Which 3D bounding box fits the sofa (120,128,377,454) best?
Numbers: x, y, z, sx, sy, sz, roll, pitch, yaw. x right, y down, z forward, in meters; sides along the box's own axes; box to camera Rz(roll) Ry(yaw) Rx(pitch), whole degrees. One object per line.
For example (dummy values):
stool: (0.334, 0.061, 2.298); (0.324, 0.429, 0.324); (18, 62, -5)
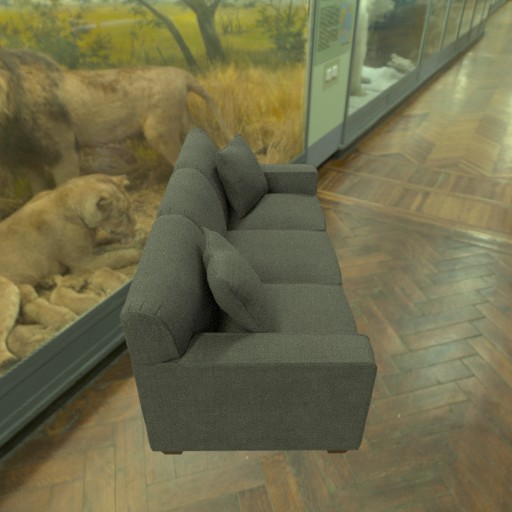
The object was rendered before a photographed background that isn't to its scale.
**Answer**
sofa: (0.000, 0.000, 2.615); (0.997, 0.958, 2.024); (0, 34, 0)
